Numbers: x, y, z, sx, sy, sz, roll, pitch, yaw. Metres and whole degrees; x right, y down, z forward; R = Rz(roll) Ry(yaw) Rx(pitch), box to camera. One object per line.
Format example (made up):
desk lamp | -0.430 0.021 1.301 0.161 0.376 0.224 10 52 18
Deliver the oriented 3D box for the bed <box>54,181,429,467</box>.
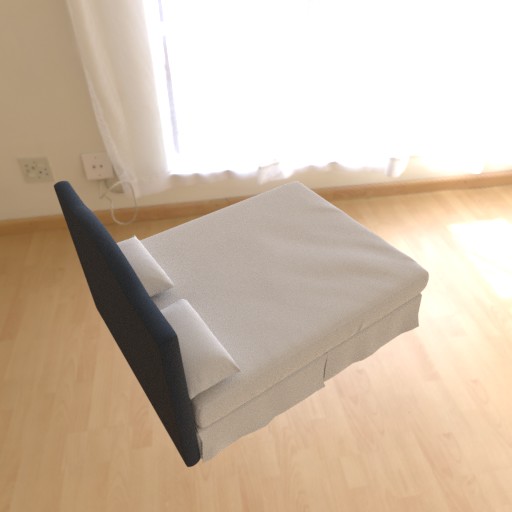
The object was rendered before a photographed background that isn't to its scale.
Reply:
bed | 0.000 0.000 3.477 2.282 1.436 1.821 -25 47 -25
